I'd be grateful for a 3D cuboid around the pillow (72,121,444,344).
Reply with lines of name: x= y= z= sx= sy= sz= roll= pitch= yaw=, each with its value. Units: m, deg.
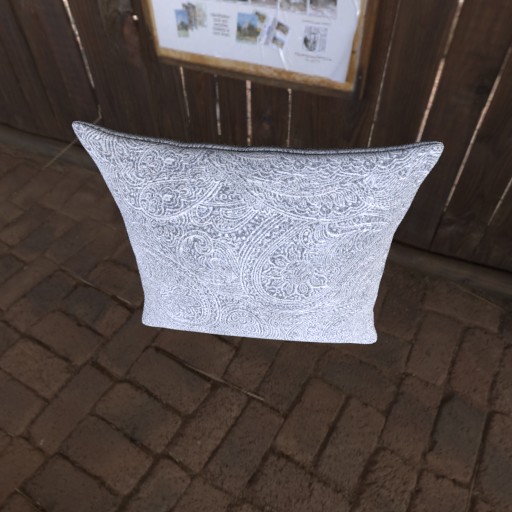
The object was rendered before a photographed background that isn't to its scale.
pillow: x=0.000 y=0.000 z=0.798 sx=0.523 sy=0.510 sz=0.166 roll=4 pitch=47 yaw=4
